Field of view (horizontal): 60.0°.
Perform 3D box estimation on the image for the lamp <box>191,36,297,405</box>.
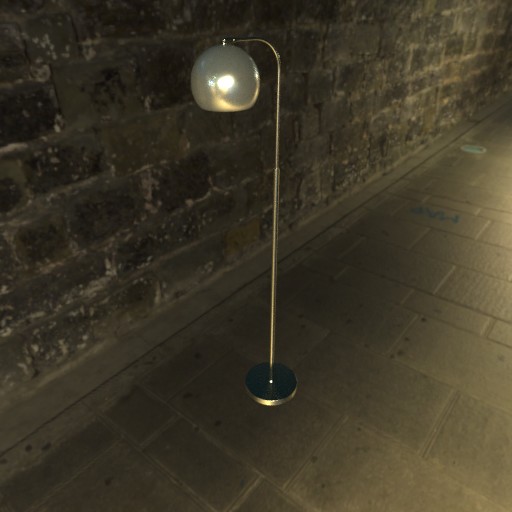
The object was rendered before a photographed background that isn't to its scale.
[{"bbox_3d":[0.000,0.000,1.709,0.431,1.526,0.250,-21,37,-30],"label":"lamp"}]
